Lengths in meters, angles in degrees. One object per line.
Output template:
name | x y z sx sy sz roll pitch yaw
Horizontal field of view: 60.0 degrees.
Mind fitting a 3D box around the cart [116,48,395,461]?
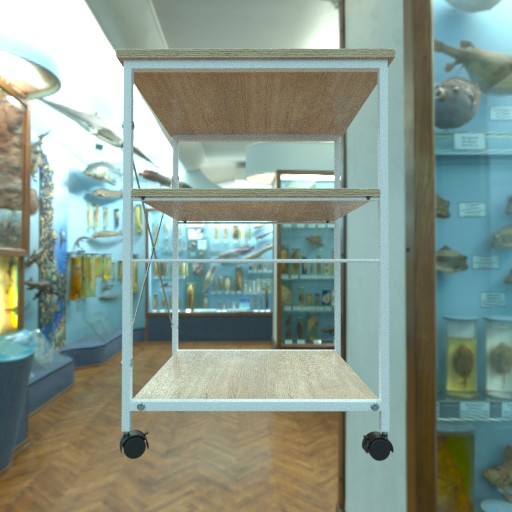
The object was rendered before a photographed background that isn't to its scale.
cart | 0.000 0.000 1.077 0.520 0.762 0.521 0 -1 0
